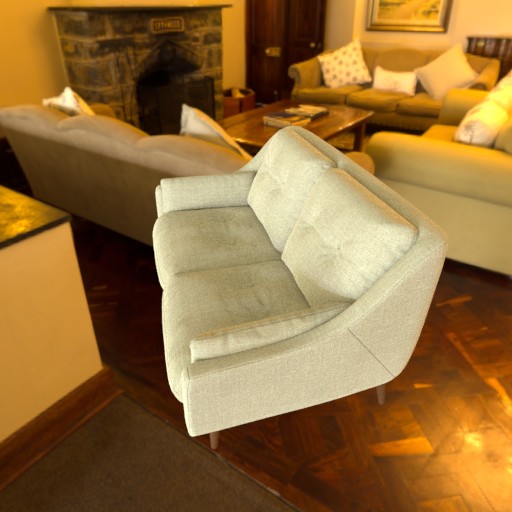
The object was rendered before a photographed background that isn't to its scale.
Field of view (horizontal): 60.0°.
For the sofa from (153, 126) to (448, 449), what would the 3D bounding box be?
[{"bbox_3d":[0.000,0.000,2.163,0.965,0.888,1.652,-7,31,-12],"label":"sofa"}]
